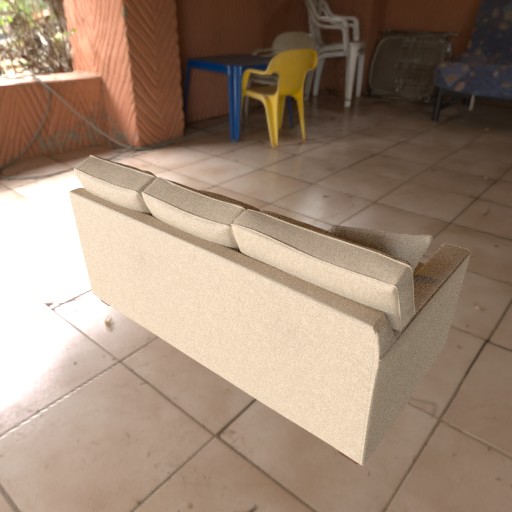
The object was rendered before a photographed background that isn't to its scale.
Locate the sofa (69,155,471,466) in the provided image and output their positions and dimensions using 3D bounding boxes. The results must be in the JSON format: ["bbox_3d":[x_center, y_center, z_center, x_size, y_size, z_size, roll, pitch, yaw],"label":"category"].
[{"bbox_3d":[0.000,0.000,2.469,1.962,0.946,1.034,22,36,33],"label":"sofa"}]
